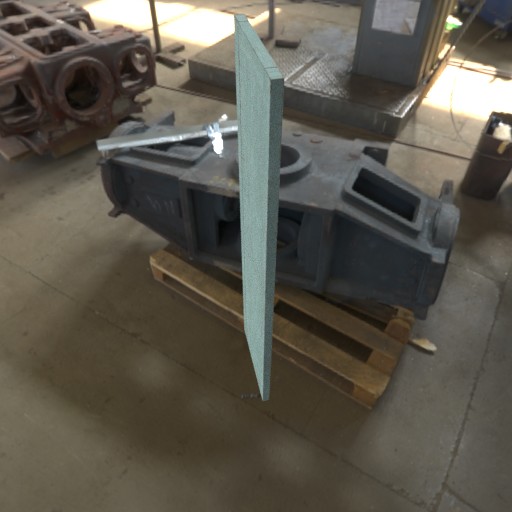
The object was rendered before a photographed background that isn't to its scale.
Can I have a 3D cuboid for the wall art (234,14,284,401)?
[{"bbox_3d":[0.000,0.000,1.314,0.025,1.219,0.329,-10,47,-9],"label":"wall art"}]
